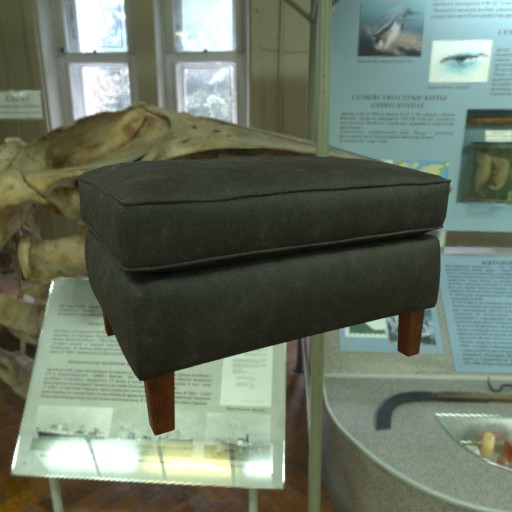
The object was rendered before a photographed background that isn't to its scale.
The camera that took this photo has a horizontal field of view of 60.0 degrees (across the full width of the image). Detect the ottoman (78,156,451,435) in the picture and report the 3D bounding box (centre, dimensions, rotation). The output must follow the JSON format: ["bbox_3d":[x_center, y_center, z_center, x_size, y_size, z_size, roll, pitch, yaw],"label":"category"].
[{"bbox_3d":[0.000,0.000,0.970,0.665,0.413,0.501,-8,17,-27],"label":"ottoman"}]
